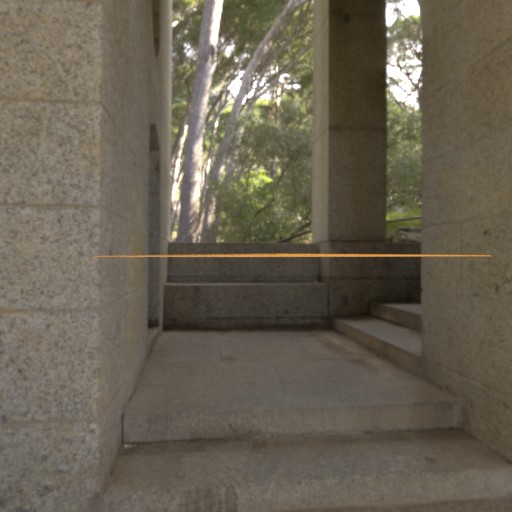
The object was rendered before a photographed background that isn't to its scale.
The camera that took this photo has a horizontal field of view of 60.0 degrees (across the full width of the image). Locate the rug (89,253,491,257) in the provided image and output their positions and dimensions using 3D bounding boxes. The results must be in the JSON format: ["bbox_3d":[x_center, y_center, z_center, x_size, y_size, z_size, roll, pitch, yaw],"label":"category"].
[{"bbox_3d":[0.000,0.000,2.955,1.525,0.007,2.336,0,0,-36],"label":"rug"}]
